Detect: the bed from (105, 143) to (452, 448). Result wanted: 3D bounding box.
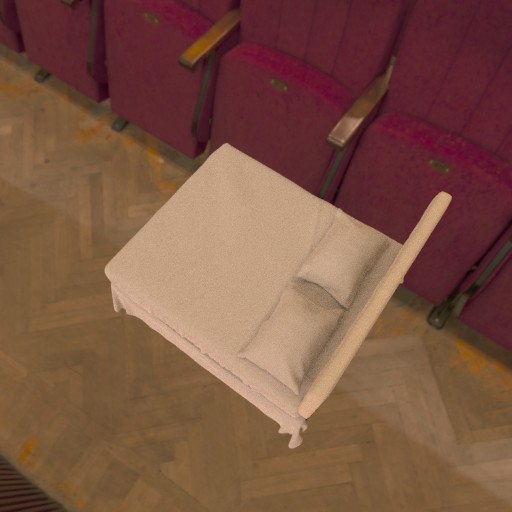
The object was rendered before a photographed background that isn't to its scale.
[{"bbox_3d":[0.000,0.000,3.605,2.222,1.577,1.936,33,68,15],"label":"bed"}]
